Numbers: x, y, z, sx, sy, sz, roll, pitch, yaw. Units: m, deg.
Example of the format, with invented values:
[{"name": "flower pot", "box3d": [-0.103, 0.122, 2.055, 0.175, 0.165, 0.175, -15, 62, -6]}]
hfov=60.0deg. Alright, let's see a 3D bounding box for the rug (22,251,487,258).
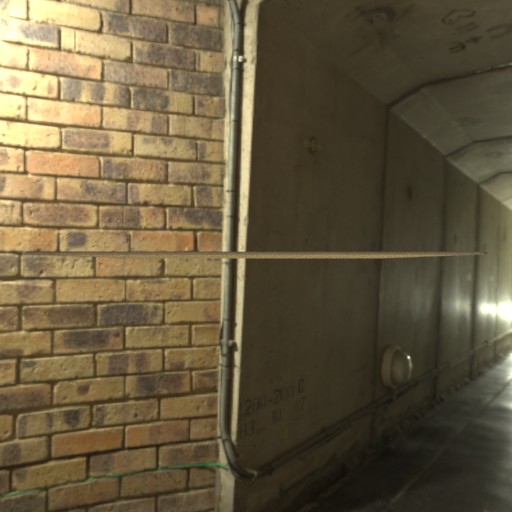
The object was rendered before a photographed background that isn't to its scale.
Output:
[{"name": "rug", "box3d": [0.000, 0.000, 4.016, 2.976, 0.018, 2.430, 0, -1, 0]}]
